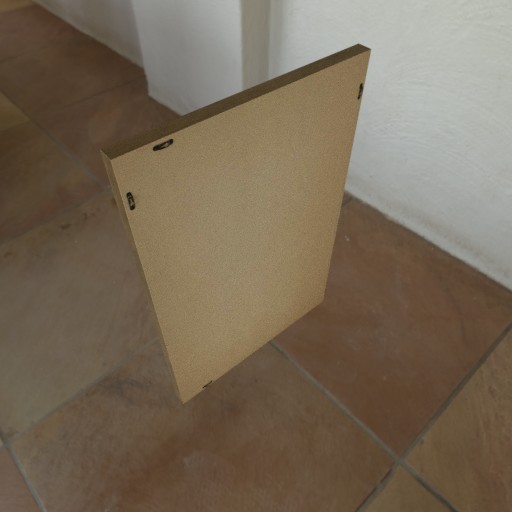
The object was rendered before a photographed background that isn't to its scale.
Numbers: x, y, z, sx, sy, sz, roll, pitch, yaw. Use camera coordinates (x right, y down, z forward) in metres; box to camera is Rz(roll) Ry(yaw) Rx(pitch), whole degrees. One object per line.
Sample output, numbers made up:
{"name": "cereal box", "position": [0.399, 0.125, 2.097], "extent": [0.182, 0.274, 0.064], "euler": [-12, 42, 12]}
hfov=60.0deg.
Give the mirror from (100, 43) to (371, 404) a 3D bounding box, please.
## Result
{"name": "mirror", "position": [0.000, 0.000, 1.162], "extent": [0.609, 0.915, 0.041], "euler": [-32, 56, -25]}
